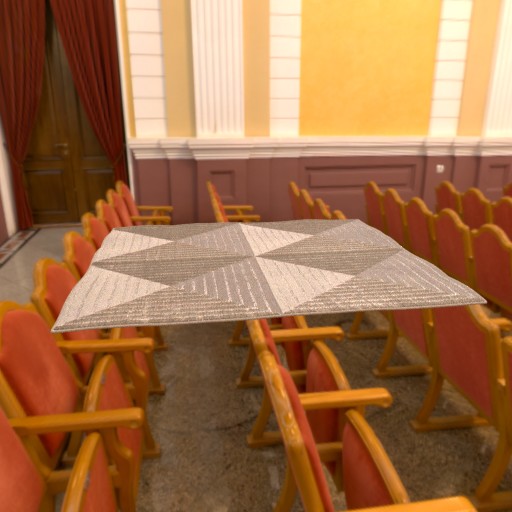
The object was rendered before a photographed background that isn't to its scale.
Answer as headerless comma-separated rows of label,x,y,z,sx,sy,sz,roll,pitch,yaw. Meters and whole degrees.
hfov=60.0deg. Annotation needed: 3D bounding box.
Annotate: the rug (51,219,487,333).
rug,0.000,0.000,0.888,0.642,0.008,0.551,-3,19,-8
